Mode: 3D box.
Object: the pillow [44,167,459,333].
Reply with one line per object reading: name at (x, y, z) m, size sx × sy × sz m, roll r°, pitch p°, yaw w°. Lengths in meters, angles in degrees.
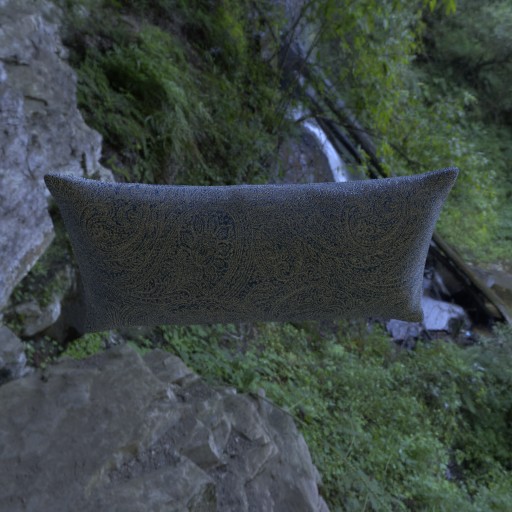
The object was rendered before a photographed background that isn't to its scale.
pillow at (0.000, 0.000, 0.729) m, size 0.615 × 0.295 × 0.151 m, roll -2°, pitch 30°, yaw -3°
